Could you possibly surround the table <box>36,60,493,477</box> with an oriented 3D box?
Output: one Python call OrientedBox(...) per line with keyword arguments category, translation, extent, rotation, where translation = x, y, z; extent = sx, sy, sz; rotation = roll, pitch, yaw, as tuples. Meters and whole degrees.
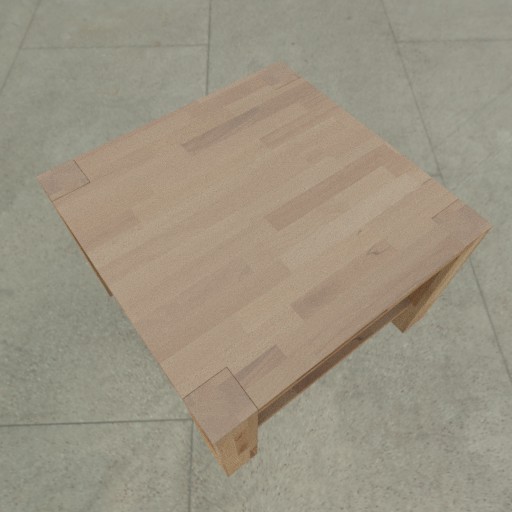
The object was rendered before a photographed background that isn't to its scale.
OrientedBox(category="table", translation=(0.000, 0.000, 1.141), extent=(0.700, 0.451, 0.700), rotation=(-33, 63, -19))
